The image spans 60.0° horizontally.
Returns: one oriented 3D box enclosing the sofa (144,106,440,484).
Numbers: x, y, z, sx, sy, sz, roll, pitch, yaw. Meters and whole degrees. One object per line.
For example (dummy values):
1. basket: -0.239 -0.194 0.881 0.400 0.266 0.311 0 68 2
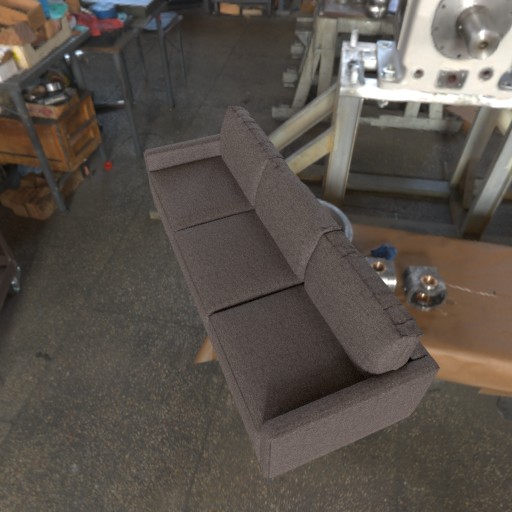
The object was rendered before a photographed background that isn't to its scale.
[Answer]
1. sofa: 0.000 0.000 2.696 0.876 0.882 2.253 -17 49 -15
